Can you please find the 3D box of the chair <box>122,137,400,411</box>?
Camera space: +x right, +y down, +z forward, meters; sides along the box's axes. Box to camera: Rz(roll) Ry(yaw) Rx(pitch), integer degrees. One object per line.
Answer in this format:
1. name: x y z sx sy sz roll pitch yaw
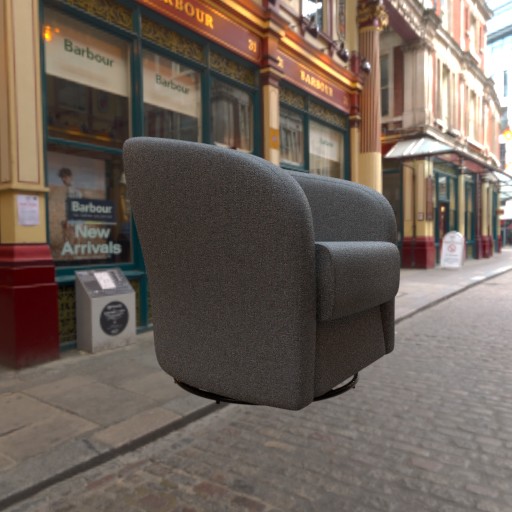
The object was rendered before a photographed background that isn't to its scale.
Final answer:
1. chair: 0.000 0.000 1.453 0.815 0.771 0.791 1 3 35
